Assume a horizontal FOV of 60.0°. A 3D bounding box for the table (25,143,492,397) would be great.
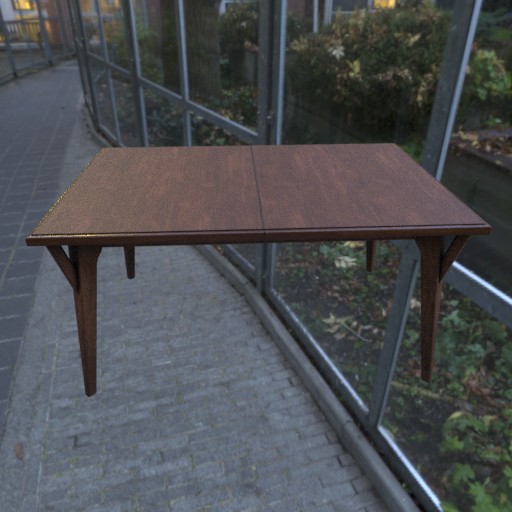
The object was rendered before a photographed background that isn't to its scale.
[{"bbox_3d":[0.000,0.000,2.058,1.524,0.761,0.990,-2,30,-3],"label":"table"}]
